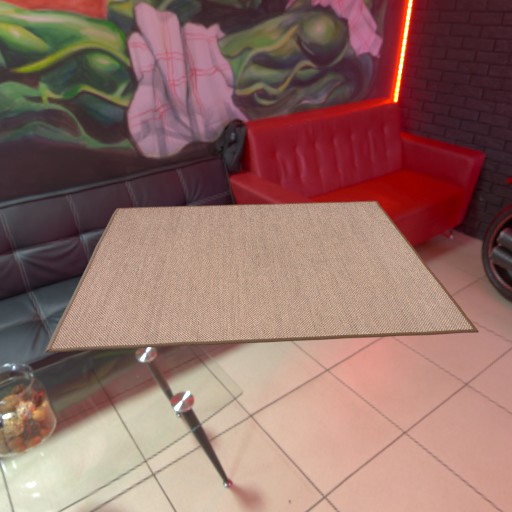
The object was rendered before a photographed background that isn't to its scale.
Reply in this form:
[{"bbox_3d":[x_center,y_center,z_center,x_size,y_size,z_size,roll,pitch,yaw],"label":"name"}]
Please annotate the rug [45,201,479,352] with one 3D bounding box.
[{"bbox_3d":[0.000,0.000,4.101,3.041,0.020,2.413,-2,30,-3],"label":"rug"}]
